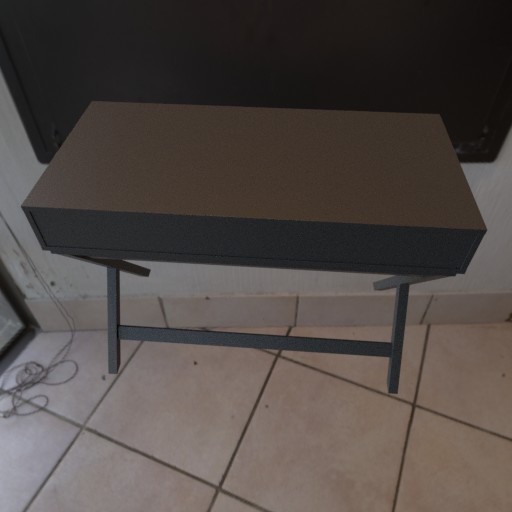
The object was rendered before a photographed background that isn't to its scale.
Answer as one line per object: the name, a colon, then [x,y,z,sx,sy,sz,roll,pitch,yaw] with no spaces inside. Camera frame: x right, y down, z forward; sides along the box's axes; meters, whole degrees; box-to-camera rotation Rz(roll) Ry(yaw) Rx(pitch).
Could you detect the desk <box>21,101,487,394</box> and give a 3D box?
desk: [0.000,0.000,1.455,1.057,0.780,0.504,3,47,3]
